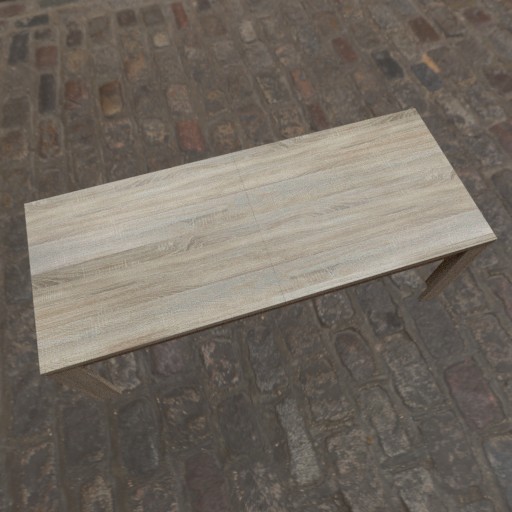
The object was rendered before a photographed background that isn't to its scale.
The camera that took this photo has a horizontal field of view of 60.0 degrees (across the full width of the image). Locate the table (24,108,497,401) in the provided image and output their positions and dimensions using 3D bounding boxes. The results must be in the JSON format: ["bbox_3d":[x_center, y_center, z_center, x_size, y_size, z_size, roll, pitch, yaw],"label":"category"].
[{"bbox_3d":[0.000,0.000,2.572,2.200,0.790,0.900,-16,65,-8],"label":"table"}]
